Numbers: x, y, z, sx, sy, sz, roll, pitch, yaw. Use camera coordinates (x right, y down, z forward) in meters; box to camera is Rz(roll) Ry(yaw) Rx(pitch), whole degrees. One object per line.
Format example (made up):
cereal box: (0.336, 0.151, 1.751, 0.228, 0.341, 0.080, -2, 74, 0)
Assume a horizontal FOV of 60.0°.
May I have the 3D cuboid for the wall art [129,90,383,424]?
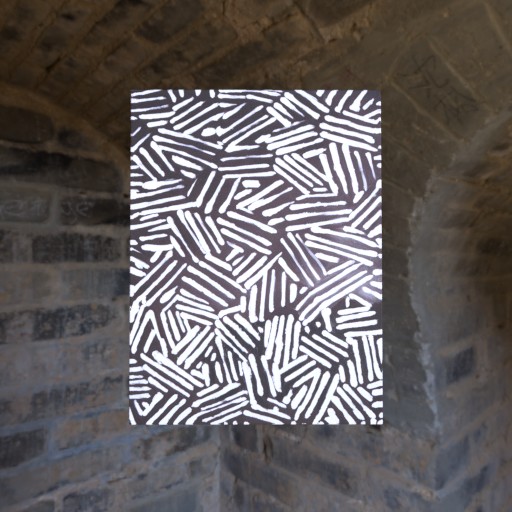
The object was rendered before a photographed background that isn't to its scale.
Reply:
wall art: (0.000, 0.000, 1.363, 0.765, 1.017, 0.038, 0, -1, 0)
